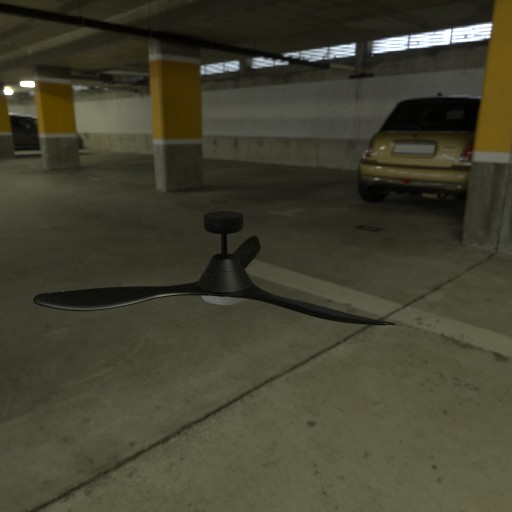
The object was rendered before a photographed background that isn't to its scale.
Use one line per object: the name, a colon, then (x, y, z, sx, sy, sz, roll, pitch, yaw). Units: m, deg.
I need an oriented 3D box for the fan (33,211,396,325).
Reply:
fan: (0.000, 0.000, 1.603, 1.067, 0.305, 1.067, 8, 18, 26)
